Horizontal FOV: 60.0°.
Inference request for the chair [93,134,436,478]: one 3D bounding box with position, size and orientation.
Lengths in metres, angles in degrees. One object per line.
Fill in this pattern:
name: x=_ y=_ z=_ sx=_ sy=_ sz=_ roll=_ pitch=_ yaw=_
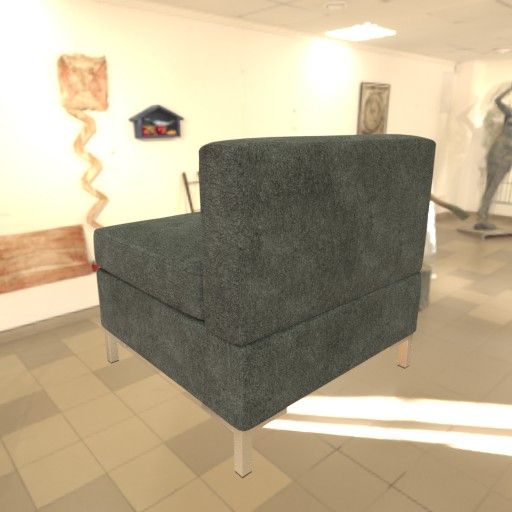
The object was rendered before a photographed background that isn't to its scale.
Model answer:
chair: x=0.000 y=0.000 z=1.237 sx=0.680 sy=0.660 sz=0.680 roll=-14 pitch=22 yaw=-40
